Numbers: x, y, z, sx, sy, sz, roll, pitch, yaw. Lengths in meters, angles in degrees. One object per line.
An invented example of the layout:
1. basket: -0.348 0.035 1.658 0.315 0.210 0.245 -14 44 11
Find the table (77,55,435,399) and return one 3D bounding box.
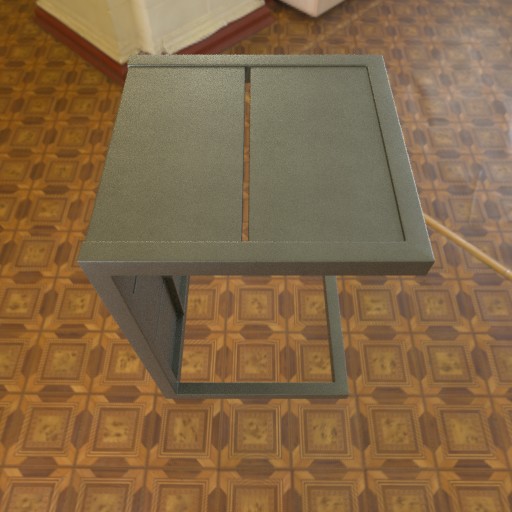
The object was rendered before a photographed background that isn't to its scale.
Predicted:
1. table: 0.000 0.000 0.883 0.420 0.609 0.405 0 57 0
